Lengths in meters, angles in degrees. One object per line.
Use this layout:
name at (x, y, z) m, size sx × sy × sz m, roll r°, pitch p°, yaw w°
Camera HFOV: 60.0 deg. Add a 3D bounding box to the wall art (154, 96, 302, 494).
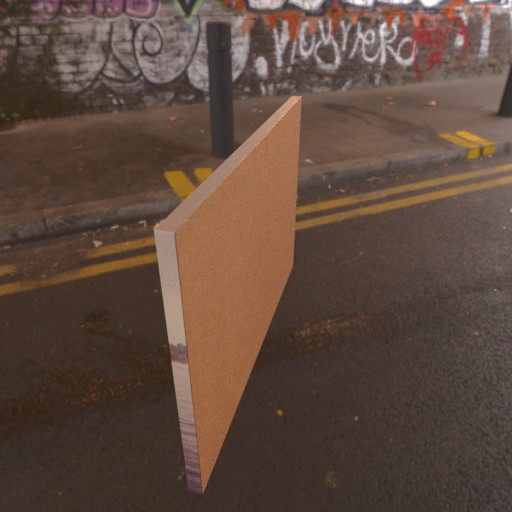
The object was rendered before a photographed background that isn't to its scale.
wall art at (0.000, 0.000, 0.761) m, size 0.021 × 0.410 × 0.615 m, roll 8°, pitch 32°, yaw 13°
